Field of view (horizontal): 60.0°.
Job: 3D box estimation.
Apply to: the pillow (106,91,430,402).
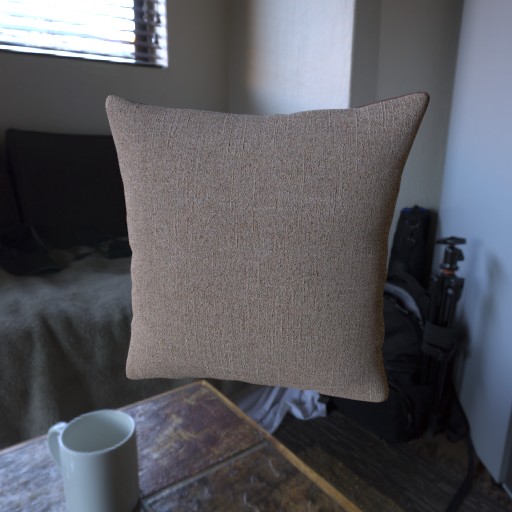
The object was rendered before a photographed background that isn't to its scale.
[{"bbox_3d":[0.000,0.000,0.649,0.437,0.448,0.147,3,16,9],"label":"pillow"}]
